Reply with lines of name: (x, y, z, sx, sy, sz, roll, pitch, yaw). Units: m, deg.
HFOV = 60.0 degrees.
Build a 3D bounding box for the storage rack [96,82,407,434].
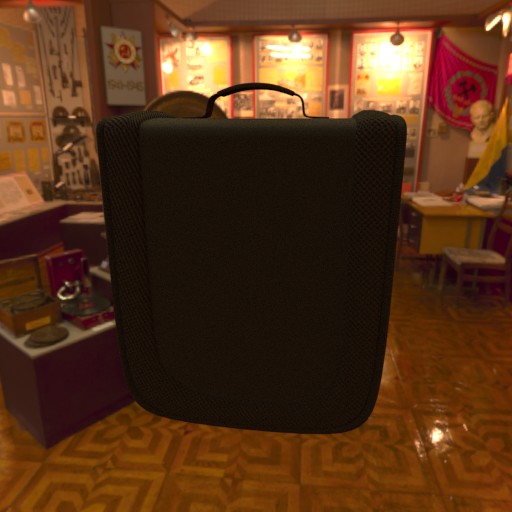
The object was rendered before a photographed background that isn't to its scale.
storage rack: (0.000, 0.000, 0.533, 0.297, 0.387, 0.168, 2, 17, 8)
